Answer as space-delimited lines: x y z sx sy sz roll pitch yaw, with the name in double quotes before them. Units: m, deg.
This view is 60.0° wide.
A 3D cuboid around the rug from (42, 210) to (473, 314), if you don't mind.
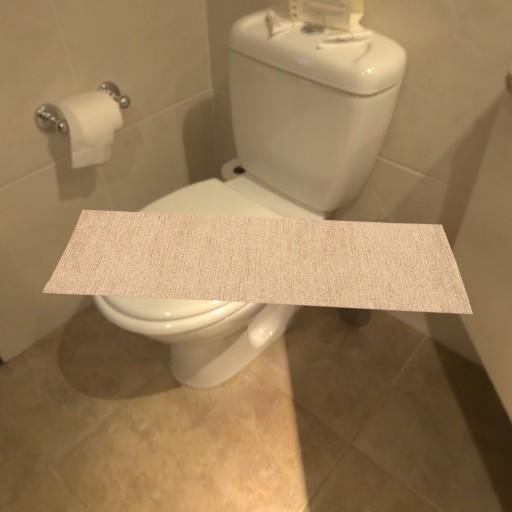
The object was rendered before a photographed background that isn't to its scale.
"rug" 0.000 0.000 2.634 2.346 0.013 0.712 3 46 3
